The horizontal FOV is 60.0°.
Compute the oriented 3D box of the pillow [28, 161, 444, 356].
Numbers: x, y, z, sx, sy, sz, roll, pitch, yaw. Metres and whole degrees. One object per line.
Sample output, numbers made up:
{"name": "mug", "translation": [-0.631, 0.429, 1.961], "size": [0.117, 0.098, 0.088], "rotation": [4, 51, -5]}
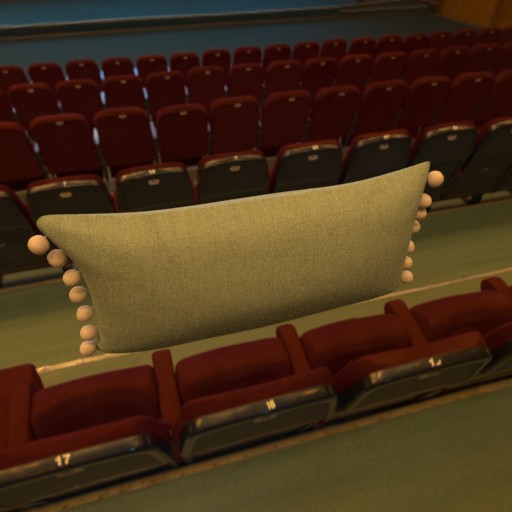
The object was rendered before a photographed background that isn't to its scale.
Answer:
{"name": "pillow", "translation": [0.000, 0.000, 0.819], "size": [0.709, 0.322, 0.201], "rotation": [-11, 43, -12]}
